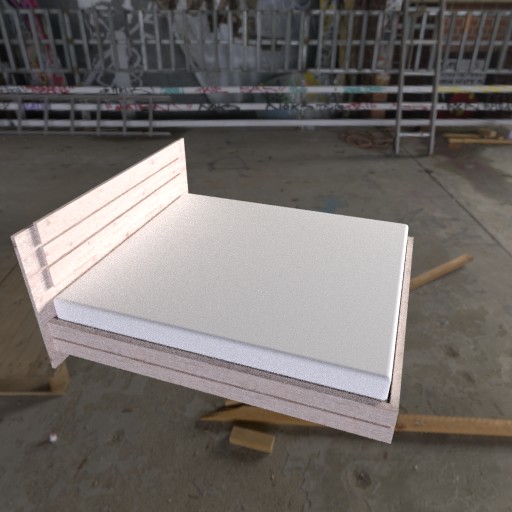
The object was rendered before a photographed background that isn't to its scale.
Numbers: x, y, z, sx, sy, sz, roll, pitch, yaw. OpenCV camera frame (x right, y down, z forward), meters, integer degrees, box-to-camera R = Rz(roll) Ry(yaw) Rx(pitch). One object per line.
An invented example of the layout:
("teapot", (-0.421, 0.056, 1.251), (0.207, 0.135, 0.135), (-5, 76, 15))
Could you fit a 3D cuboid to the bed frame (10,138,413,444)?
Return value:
("bed frame", (0.000, 0.000, 3.087), (2.080, 0.970, 1.950), (10, 32, 16))
